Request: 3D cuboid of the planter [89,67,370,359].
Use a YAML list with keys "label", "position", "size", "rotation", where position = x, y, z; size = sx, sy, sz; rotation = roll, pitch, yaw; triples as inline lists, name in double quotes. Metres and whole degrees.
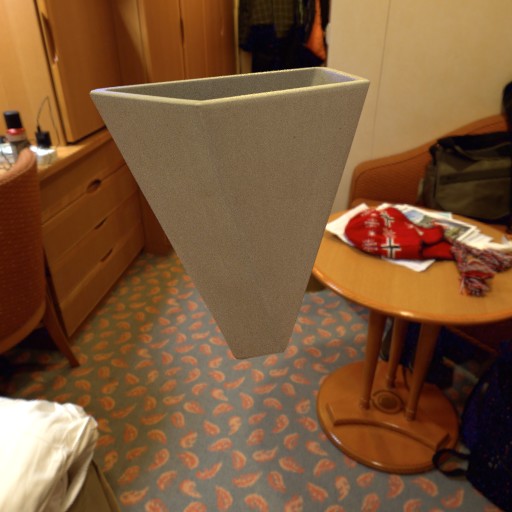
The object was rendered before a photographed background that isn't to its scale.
- label: "planter"
  position: [0.000, 0.000, 0.268]
  size: [0.150, 0.197, 0.060]
  rotation: [-21, 35, -32]
